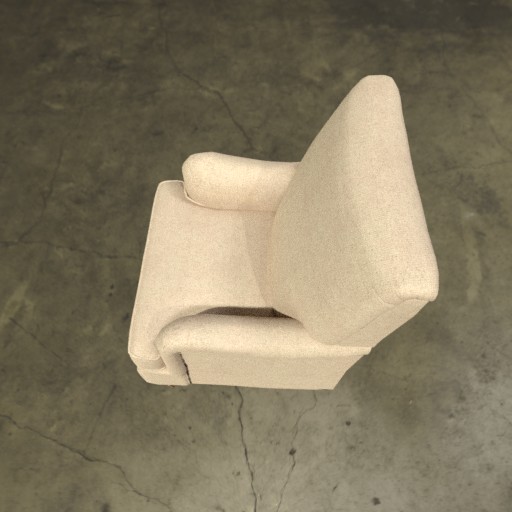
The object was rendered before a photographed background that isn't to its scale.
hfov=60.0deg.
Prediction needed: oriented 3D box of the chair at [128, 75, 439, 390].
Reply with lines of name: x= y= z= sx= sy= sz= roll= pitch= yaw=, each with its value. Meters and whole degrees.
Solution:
chair: x=0.000 y=0.000 z=1.769 sx=0.953 sy=1.119 sz=0.879 roll=1 pitch=58 yaw=1
